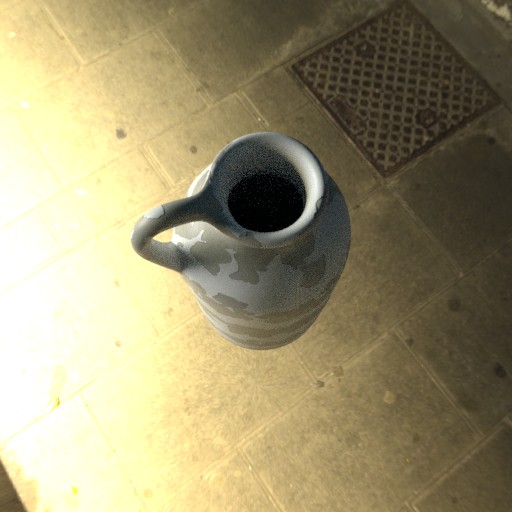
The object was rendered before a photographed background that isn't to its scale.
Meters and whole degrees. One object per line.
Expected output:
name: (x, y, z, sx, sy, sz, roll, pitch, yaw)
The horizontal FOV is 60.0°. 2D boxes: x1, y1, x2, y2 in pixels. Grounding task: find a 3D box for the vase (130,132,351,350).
vase: (0.000, 0.000, 0.492, 0.203, 0.382, 0.186, -20, 75, -6)
